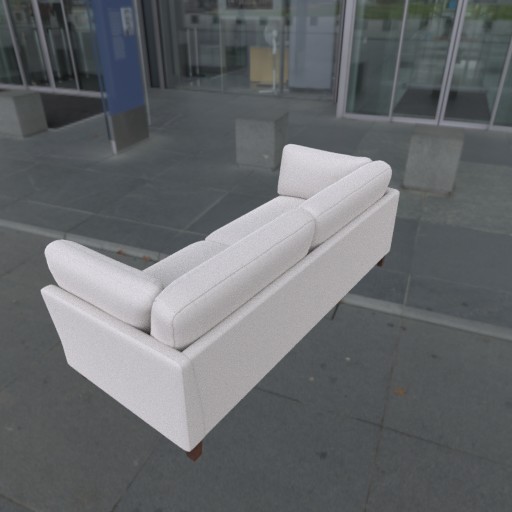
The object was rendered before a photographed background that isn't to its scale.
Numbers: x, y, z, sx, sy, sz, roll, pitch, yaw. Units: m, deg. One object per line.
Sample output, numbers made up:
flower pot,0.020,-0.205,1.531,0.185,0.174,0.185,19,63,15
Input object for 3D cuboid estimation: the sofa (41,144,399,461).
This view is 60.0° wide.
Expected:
sofa,0.000,0.000,2.796,0.957,0.863,2.301,21,36,31
